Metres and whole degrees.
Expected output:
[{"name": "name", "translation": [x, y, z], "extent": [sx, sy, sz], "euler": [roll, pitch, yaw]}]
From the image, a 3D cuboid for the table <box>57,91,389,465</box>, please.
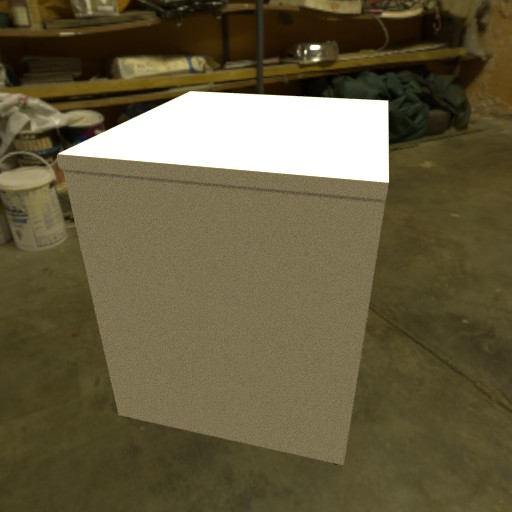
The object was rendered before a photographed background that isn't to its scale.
[{"name": "table", "translation": [0.000, 0.000, 0.773], "extent": [0.380, 0.460, 0.420], "euler": [7, 31, 12]}]
